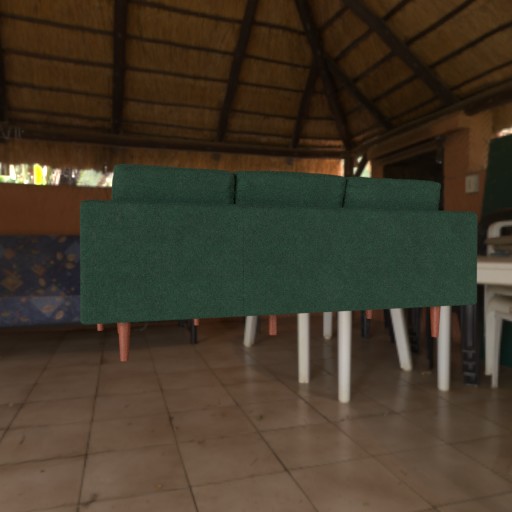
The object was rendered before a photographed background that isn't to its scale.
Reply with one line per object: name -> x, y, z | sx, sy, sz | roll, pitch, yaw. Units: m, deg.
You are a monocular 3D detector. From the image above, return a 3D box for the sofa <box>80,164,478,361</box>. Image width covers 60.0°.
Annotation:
sofa -> 0.000, 0.000, 2.842 | 2.030, 0.899, 1.580 | 0, 1, -18
